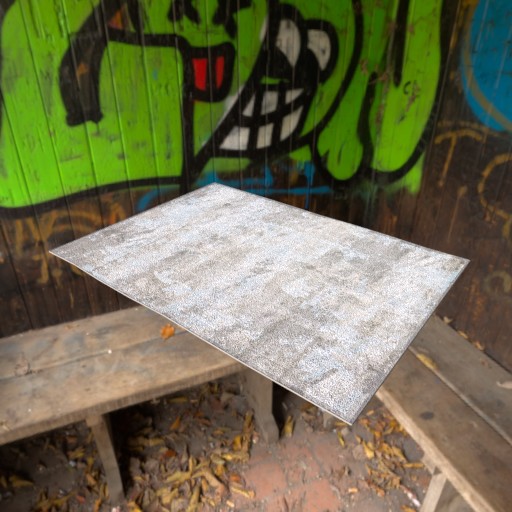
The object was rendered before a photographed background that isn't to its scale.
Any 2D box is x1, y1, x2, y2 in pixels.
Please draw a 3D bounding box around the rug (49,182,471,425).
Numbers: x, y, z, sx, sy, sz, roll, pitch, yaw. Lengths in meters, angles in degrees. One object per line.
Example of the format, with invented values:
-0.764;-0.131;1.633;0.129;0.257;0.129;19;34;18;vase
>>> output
0.000;0.000;4.274;3.307;0.013;2.393;22;37;32;rug
